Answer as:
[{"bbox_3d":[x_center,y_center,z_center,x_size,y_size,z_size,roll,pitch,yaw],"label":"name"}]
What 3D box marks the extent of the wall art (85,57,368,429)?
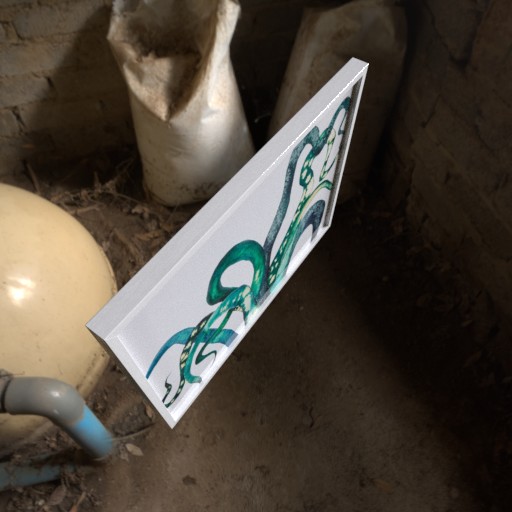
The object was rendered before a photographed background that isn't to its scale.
[{"bbox_3d":[0.000,0.000,1.391,0.053,0.787,1.041,31,63,18],"label":"wall art"}]
